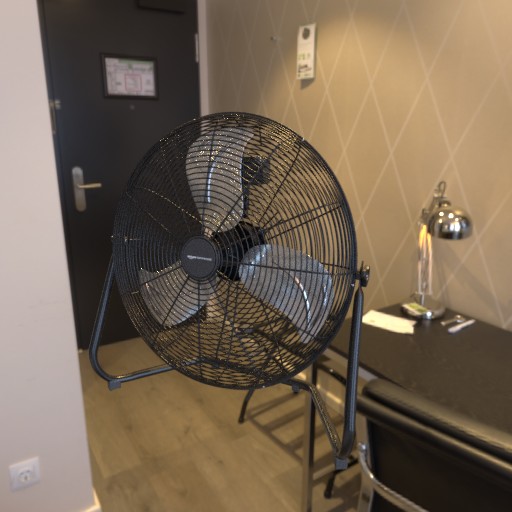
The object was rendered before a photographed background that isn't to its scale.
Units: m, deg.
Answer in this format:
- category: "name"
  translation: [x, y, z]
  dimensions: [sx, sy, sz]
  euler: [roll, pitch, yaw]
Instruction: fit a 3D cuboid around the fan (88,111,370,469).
- category: "fan"
  translation: [0.000, 0.000, 0.990]
  dimensions: [0.595, 0.605, 0.470]
  euler: [8, 17, 26]
